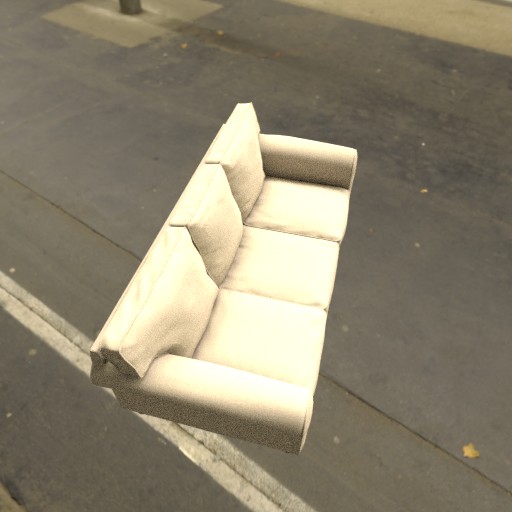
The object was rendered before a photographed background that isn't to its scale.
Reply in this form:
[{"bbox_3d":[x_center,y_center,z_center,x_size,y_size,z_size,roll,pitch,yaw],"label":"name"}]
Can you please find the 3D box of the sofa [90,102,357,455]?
[{"bbox_3d":[0.000,0.000,2.679,0.998,0.889,2.118,11,48,10],"label":"sofa"}]
